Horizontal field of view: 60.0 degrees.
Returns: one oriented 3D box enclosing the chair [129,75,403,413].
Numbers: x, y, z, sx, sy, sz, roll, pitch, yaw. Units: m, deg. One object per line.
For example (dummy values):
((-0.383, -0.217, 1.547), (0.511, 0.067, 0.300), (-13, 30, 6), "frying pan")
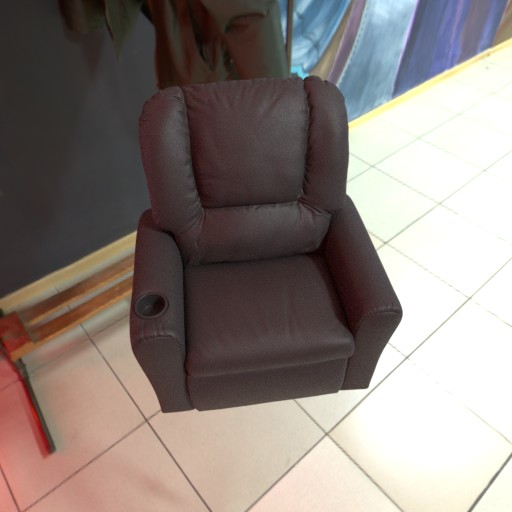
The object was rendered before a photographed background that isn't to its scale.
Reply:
((0.000, 0.000, 1.115), (0.610, 0.709, 0.521), (-6, 47, -5), "chair")
